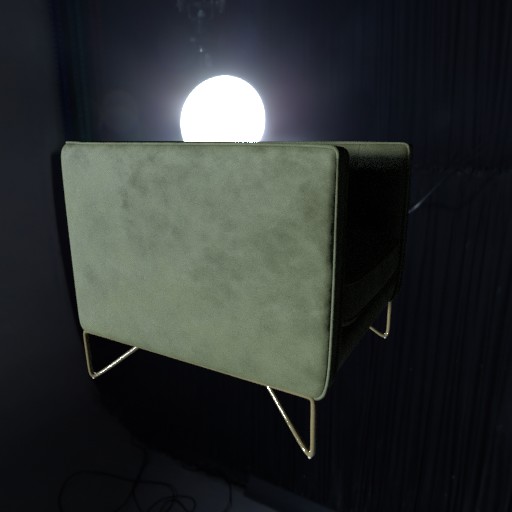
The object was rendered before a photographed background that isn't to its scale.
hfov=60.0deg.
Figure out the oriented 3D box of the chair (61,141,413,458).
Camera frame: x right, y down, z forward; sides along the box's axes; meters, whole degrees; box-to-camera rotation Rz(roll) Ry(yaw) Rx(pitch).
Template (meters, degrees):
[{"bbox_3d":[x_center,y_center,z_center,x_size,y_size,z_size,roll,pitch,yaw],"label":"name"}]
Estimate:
[{"bbox_3d":[0.000,0.000,1.571,0.894,0.790,0.880,8,17,28],"label":"chair"}]
